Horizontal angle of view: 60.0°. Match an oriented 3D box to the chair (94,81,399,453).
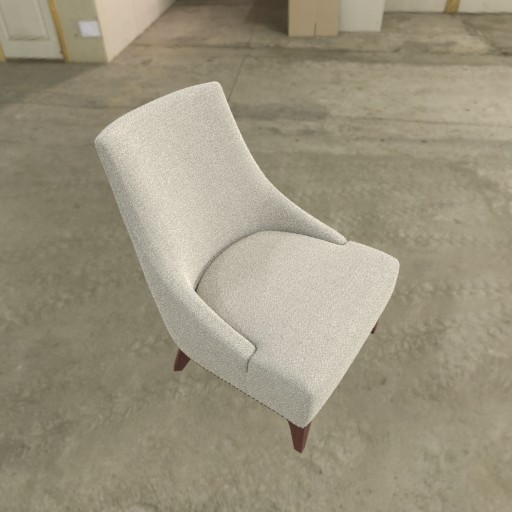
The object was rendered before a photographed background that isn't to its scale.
[{"bbox_3d":[0.000,0.000,1.538,0.861,0.909,0.701,24,46,25],"label":"chair"}]
